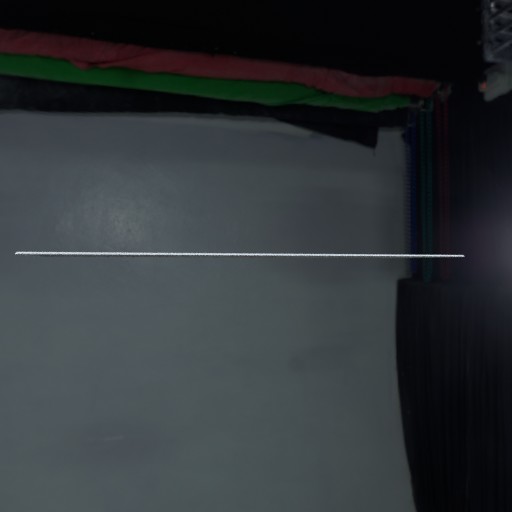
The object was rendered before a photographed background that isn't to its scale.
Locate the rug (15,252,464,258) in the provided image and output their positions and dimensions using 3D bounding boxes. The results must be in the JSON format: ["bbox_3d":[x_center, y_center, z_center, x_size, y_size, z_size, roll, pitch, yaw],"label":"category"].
[{"bbox_3d":[0.000,0.000,2.484,2.294,0.011,0.666,0,-1,-18],"label":"rug"}]
